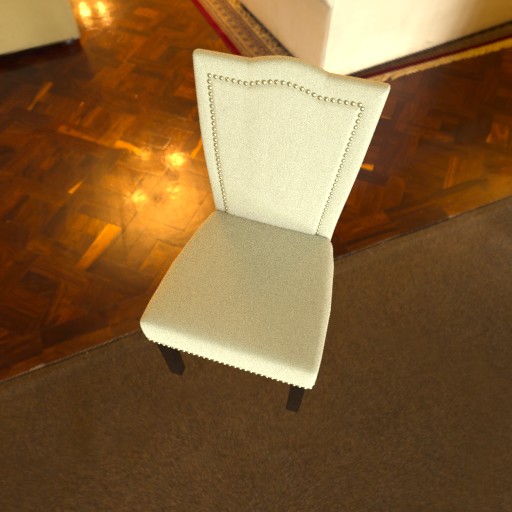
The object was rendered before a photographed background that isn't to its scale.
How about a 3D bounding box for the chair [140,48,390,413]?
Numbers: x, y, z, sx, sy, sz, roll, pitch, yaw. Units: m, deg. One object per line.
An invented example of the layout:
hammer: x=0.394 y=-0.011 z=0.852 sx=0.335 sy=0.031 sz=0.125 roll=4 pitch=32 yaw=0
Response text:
chair: x=0.000 y=0.000 z=1.306 sx=0.518 sy=0.946 sz=0.589 roll=15 pitch=57 yaw=10
